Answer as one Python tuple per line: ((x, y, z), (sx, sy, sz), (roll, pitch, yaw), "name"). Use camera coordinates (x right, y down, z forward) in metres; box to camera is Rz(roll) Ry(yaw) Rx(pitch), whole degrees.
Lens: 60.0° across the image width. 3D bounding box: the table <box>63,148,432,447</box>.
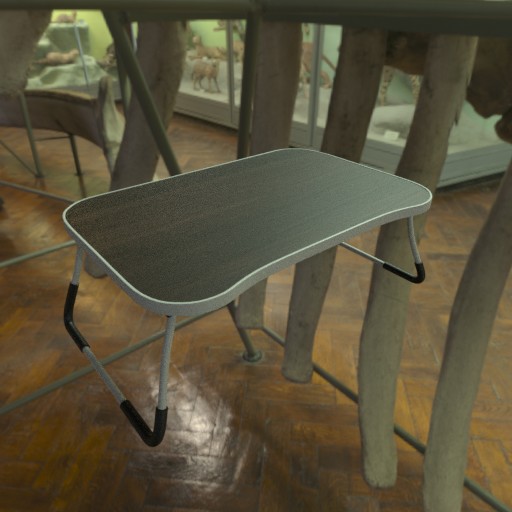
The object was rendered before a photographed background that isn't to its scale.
((0.000, 0.000, 0.849), (0.660, 0.232, 0.400), (-22, 37, -33), "table")
